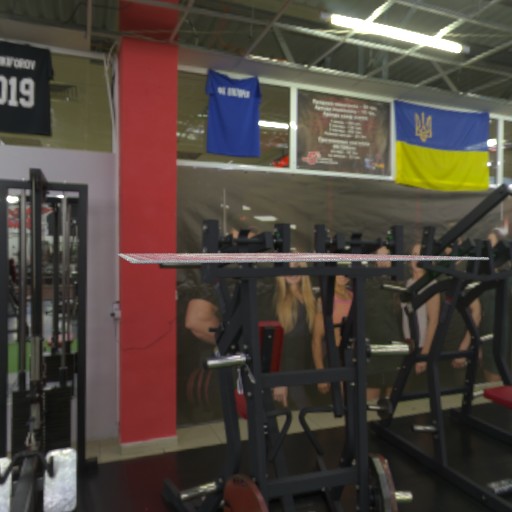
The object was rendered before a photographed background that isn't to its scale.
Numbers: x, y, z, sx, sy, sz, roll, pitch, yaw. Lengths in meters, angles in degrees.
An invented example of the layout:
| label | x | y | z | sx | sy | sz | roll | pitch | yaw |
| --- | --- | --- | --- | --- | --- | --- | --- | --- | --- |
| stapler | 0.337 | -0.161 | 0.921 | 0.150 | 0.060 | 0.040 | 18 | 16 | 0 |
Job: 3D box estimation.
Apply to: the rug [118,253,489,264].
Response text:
| label | x | y | z | sx | sy | sz | roll | pitch | yaw |
| --- | --- | --- | --- | --- | --- | --- | --- | --- | --- |
| rug | 0.000 | 0.000 | 4.222 | 2.447 | 0.017 | 3.123 | 0 | 1 | -19 |
